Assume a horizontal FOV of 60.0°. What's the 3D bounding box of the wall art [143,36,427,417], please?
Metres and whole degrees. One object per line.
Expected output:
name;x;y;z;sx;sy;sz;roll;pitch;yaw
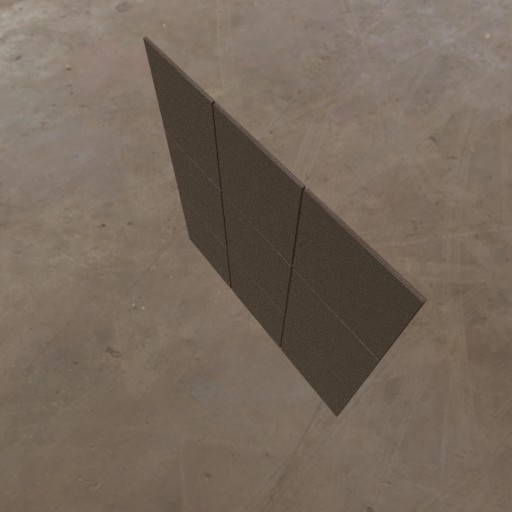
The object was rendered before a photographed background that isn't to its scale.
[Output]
wall art;0.000;0.000;1.740;0.013;1.216;1.216;-33;64;-18
